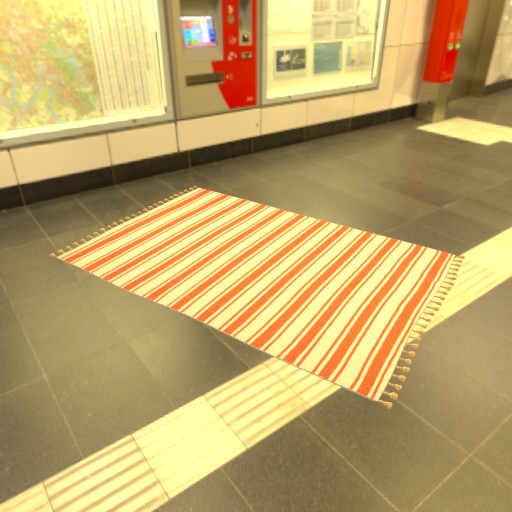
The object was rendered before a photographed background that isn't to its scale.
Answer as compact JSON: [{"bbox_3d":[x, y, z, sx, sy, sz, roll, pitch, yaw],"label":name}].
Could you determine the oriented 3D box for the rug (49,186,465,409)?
[{"bbox_3d":[0.000,0.000,3.043,2.433,0.022,1.556,18,35,28],"label":"rug"}]
